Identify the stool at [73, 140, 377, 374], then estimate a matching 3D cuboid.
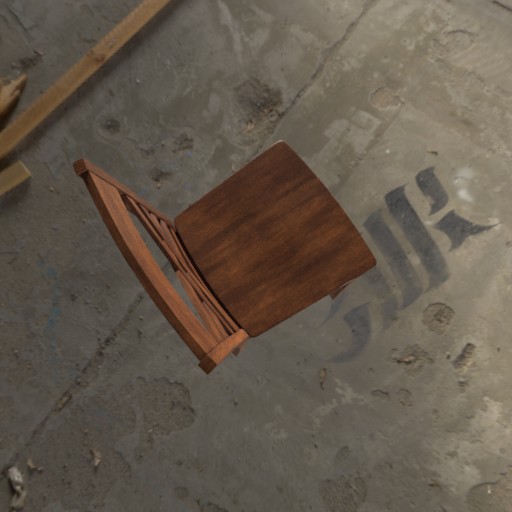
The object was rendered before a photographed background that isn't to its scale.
[{"bbox_3d":[0.000,0.000,1.331,0.539,1.079,0.462,-34,78,-8],"label":"stool"}]
